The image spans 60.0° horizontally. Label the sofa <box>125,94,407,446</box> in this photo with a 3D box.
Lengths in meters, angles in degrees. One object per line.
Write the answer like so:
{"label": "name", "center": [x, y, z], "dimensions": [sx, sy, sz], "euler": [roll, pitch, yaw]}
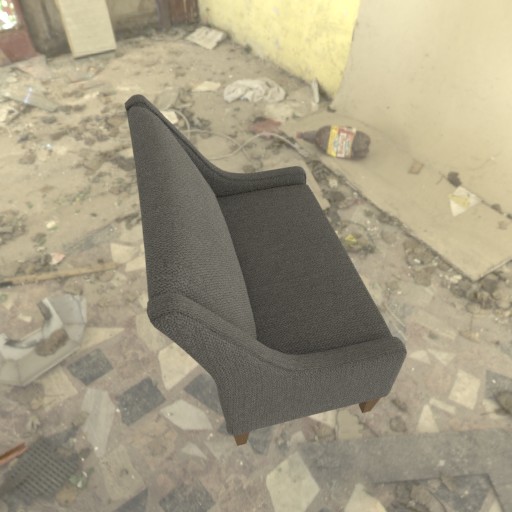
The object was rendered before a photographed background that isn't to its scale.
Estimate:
{"label": "sofa", "center": [0.000, 0.000, 1.939], "dimensions": [0.873, 1.022, 1.242], "euler": [-11, 47, -10]}
